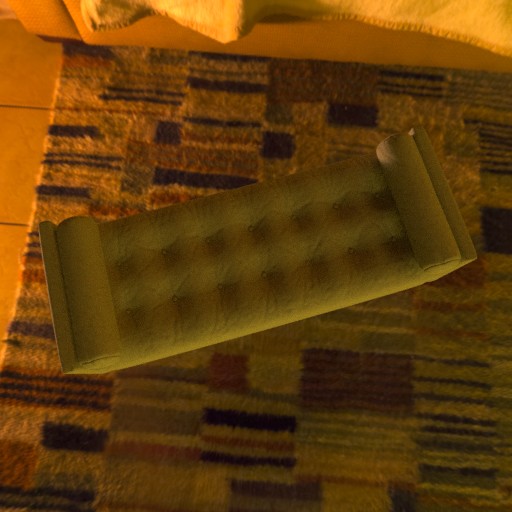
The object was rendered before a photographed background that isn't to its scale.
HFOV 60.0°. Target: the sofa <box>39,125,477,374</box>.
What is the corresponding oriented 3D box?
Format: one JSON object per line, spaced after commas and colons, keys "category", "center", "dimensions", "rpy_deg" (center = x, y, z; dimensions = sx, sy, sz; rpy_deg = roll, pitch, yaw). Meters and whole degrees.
{"category": "sofa", "center": [0.000, 0.000, 2.495], "dimensions": [2.102, 0.705, 0.796], "rpy_deg": [-15, 76, -4]}
